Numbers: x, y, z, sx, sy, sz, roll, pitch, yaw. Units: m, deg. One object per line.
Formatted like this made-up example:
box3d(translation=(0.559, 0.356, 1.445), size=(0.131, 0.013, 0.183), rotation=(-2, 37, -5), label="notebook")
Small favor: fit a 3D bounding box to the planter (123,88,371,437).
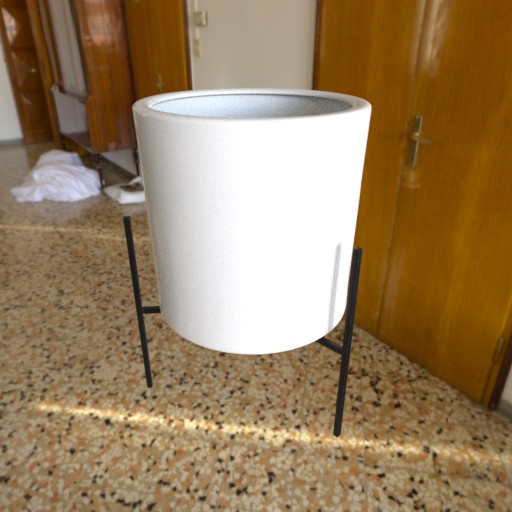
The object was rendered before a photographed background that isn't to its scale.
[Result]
box3d(translation=(0.000, 0.000, 0.638), size=(0.307, 0.431, 0.308), rotation=(9, 28, 17), label="planter")
